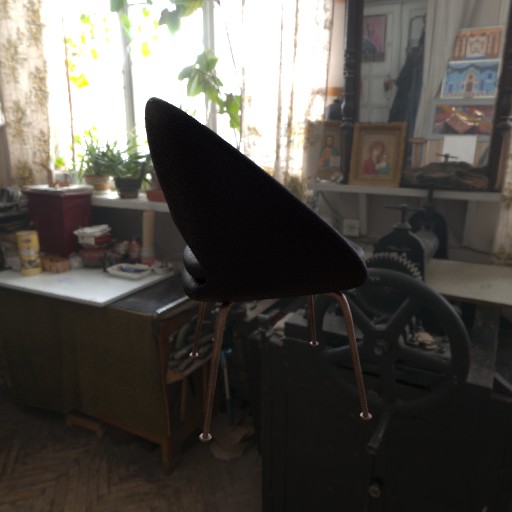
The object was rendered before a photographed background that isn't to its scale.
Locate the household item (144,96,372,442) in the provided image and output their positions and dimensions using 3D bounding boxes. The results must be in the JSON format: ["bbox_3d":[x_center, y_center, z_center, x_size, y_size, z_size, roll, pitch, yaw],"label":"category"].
[{"bbox_3d":[0.000,0.000,1.272,0.573,0.852,0.623,-3,16,-11],"label":"household item"}]
